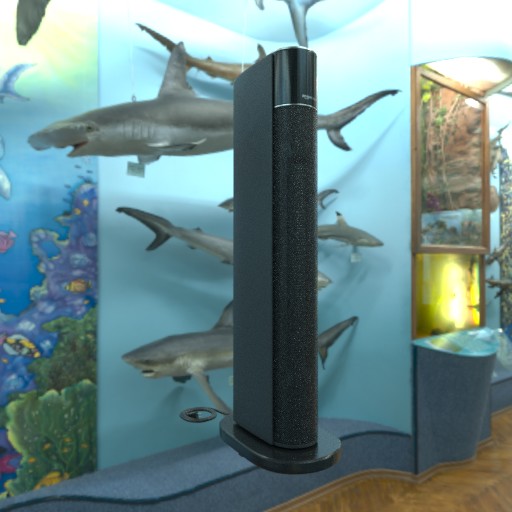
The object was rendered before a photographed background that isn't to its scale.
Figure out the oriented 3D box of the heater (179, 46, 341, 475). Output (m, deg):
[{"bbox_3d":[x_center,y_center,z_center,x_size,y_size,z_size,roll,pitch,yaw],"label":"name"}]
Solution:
[{"bbox_3d":[0.000,0.000,1.058,0.214,0.856,0.458,0,-1,-35],"label":"heater"}]
